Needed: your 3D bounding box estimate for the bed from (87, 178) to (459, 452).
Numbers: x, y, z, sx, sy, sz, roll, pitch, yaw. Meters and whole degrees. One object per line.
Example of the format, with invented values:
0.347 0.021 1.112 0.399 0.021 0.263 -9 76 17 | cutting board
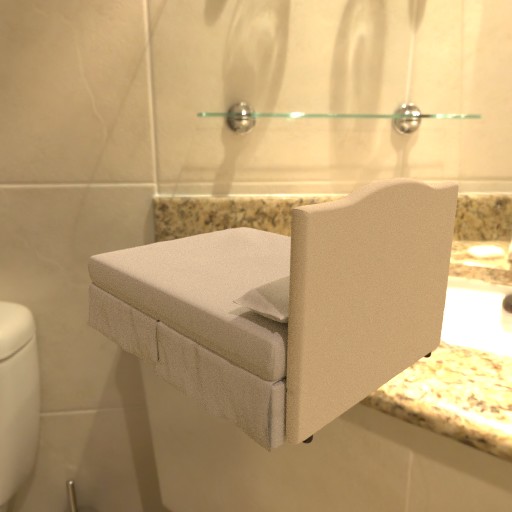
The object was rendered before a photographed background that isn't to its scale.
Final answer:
0.000 0.000 3.653 1.977 1.437 2.477 -14 21 -41 | bed
